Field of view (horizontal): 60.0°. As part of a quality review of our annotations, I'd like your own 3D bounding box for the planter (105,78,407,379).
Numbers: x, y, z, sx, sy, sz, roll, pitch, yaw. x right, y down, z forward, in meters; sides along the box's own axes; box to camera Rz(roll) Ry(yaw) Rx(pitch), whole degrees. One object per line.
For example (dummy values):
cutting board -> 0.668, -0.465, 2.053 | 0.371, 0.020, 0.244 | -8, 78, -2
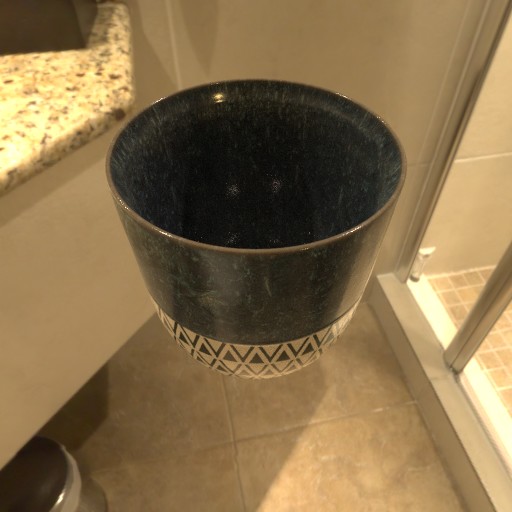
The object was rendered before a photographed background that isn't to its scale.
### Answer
planter -> 0.000, 0.000, 0.370 | 0.195, 0.214, 0.195 | 0, 47, 0
